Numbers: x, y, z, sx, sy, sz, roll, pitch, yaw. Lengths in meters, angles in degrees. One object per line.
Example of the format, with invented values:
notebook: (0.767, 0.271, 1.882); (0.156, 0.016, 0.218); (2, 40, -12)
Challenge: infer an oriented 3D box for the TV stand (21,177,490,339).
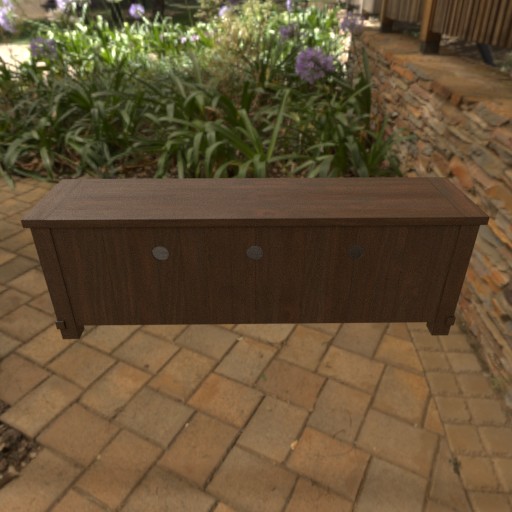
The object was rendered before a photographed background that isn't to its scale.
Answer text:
TV stand: (0.000, 0.000, 2.113); (1.866, 0.615, 0.471); (0, 30, -1)
